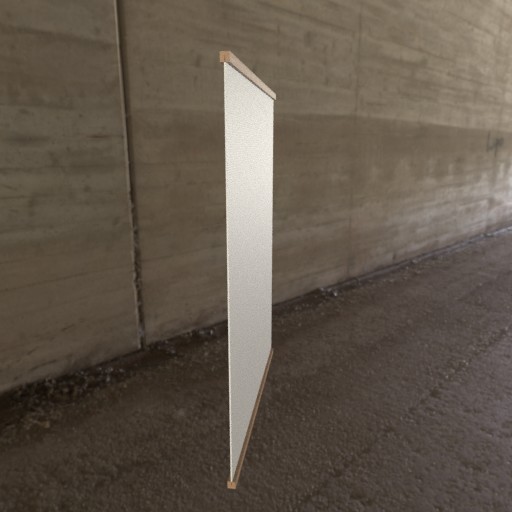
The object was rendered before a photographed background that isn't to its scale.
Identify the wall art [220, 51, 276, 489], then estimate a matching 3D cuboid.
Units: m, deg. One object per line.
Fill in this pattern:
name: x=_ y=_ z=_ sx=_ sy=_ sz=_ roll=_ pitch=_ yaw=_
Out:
wall art: x=0.000 y=0.000 z=0.813 sx=0.012 sy=0.608 sz=0.459 roll=2 pitch=14 yaw=9
